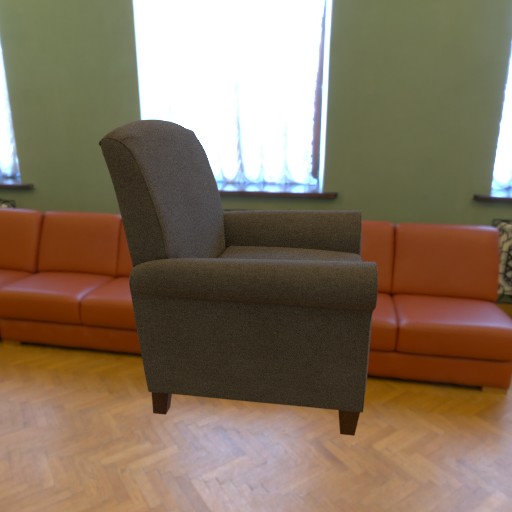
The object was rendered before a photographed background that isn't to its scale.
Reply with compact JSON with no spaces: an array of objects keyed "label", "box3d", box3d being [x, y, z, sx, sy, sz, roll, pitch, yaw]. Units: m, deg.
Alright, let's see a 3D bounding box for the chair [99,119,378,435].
[{"label":"chair","box3d":[0.000,0.000,1.799,0.905,1.061,0.978,3,17,9]}]
